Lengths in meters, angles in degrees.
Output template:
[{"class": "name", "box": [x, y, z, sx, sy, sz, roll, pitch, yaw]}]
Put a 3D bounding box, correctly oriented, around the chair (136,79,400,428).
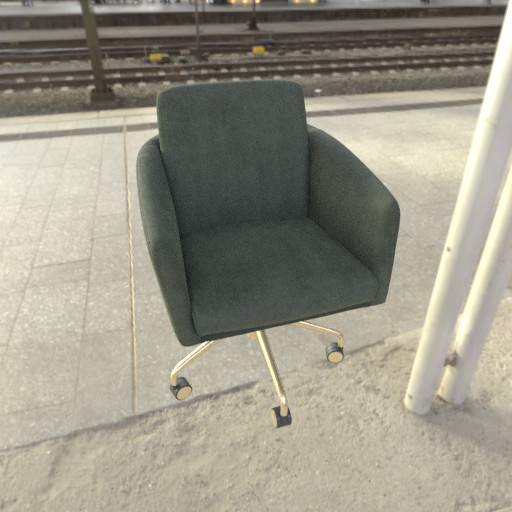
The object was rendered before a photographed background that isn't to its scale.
[{"class": "chair", "box": [0.000, 0.000, 1.349, 0.641, 0.908, 0.635, -9, 33, -15]}]
